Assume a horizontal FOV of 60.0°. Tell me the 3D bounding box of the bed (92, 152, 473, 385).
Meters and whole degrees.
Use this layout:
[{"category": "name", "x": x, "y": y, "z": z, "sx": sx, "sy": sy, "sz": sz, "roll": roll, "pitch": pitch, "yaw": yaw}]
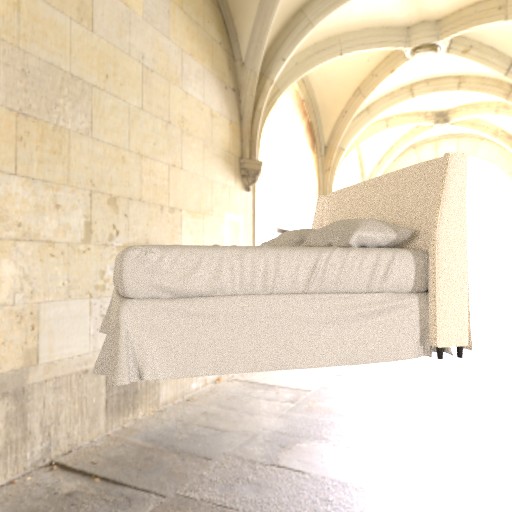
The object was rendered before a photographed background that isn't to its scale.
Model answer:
[{"category": "bed", "x": 0.000, "y": 0.000, "z": 3.366, "sx": 2.276, "sy": 1.332, "sz": 1.925, "roll": 0, "pitch": -1, "yaw": -18}]
